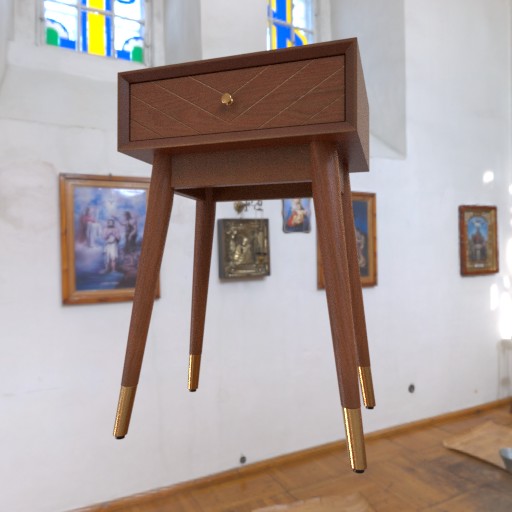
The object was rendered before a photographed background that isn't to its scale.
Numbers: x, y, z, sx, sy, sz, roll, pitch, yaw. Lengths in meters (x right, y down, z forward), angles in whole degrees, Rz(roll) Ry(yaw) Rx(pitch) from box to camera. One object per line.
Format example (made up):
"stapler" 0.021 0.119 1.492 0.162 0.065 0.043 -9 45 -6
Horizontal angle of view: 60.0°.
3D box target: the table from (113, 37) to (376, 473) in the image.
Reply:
"table" 0.000 0.000 0.803 0.406 0.599 0.300 0 -1 17
